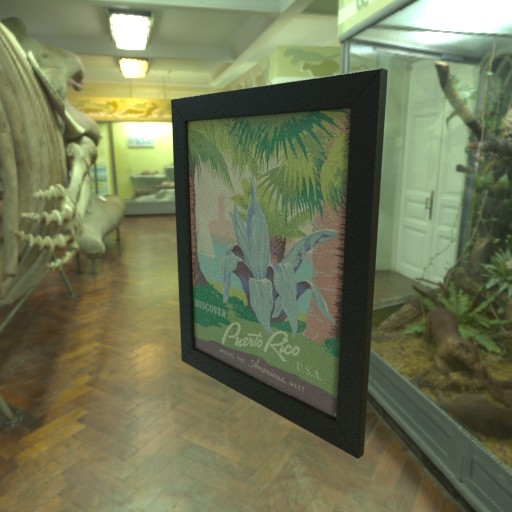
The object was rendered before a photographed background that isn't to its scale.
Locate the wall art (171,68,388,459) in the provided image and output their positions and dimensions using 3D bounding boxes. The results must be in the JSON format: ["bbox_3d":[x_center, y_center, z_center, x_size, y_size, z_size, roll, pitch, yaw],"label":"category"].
[{"bbox_3d":[0.000,0.000,0.811,0.018,0.582,0.481,-13,18,-43],"label":"wall art"}]
